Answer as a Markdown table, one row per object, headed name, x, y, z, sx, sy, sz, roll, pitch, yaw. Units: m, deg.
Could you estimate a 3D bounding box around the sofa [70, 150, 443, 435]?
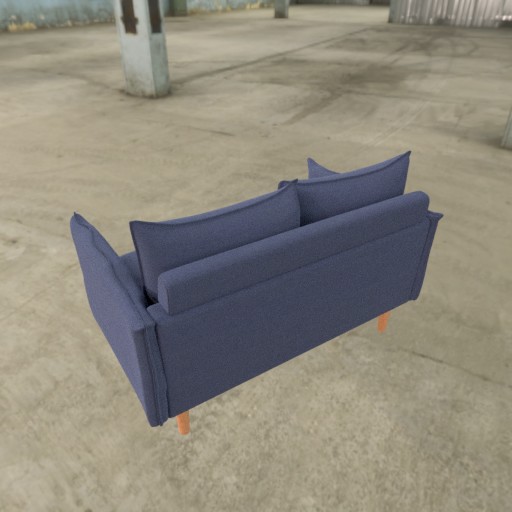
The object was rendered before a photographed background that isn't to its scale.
| name | x | y | z | sx | sy | sz | roll | pitch | yaw |
| --- | --- | --- | --- | --- | --- | --- | --- | --- | --- |
| sofa | 0.000 | 0.000 | 1.862 | 1.300 | 0.840 | 0.820 | -19 | 36 | -28 |
